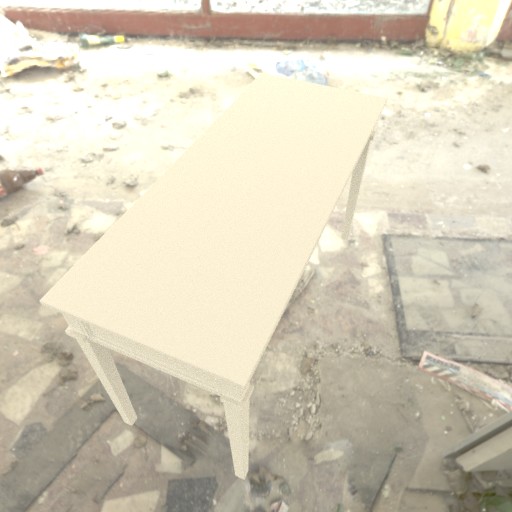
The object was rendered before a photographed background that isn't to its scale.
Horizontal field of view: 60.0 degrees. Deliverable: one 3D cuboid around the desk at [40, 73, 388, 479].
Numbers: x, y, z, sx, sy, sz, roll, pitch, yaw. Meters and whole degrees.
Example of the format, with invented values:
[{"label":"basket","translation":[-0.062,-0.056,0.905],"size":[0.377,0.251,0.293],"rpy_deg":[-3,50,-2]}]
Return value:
[{"label":"desk","translation":[0.000,0.000,1.724],"size":[0.559,0.774,1.372],"rpy_deg":[18,49,16]}]
